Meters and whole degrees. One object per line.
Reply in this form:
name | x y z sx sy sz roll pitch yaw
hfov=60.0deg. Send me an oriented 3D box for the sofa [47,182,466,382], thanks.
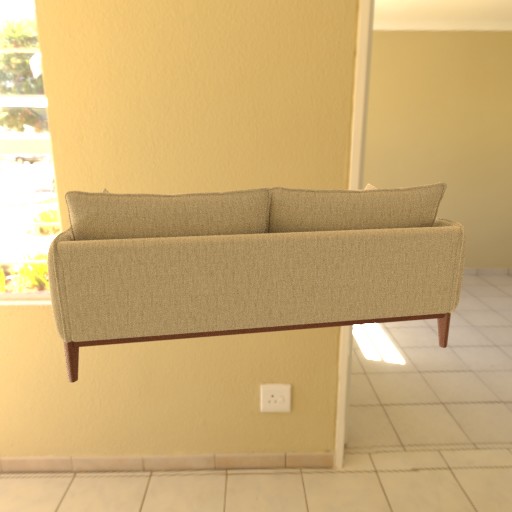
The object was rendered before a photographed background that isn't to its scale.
sofa | 0.000 0.000 2.496 1.989 0.860 0.991 -3 15 -10
